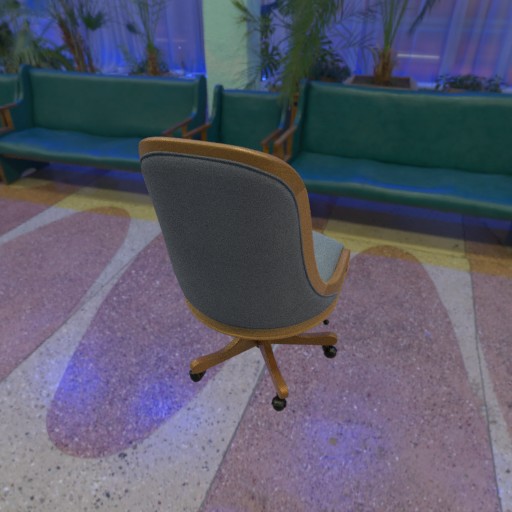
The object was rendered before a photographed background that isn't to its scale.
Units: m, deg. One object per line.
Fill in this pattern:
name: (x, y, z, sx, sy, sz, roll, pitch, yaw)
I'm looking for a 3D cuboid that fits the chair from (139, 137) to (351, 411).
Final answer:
chair: (0.000, 0.000, 1.525, 0.605, 1.031, 0.735, 11, 35, 17)
